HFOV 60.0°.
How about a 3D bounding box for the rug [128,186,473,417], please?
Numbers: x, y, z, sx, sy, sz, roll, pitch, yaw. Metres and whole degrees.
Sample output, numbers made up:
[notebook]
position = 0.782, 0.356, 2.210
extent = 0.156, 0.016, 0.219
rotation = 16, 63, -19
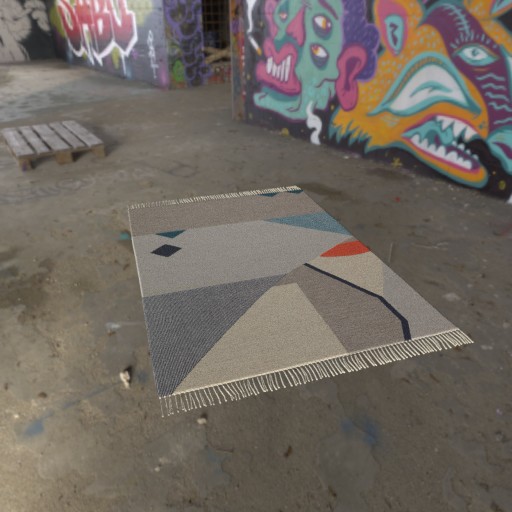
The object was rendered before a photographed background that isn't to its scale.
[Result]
[rug]
position = 0.000, 0.000, 2.333
extent = 1.220, 0.005, 1.828
rotation = -9, 30, -15
